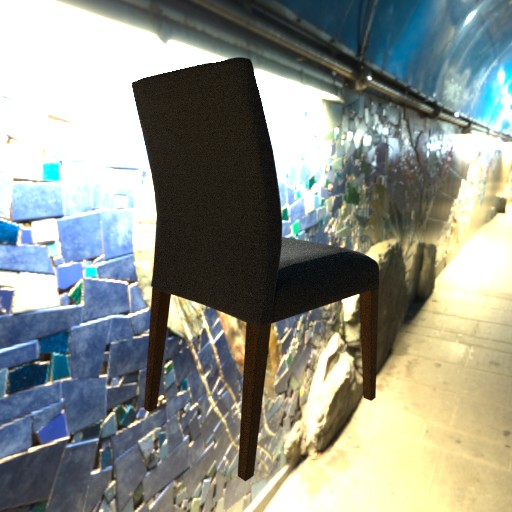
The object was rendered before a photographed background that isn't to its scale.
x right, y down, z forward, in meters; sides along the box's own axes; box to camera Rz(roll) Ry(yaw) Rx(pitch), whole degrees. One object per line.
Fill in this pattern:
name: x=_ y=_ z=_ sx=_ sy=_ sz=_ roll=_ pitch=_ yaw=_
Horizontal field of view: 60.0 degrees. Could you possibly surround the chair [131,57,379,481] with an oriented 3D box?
chair: x=0.000 y=0.000 z=1.279 sx=0.496 sy=0.940 sz=0.585 roll=12 pitch=17 yaw=43
